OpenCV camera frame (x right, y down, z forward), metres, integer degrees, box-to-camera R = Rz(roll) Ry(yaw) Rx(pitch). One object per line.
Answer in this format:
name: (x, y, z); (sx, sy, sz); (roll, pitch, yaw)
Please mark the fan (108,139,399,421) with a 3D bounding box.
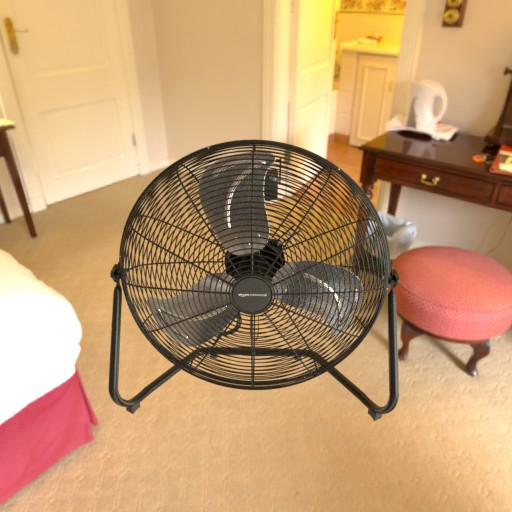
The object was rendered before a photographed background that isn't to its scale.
fan: (0.000, 0.000, 0.927); (0.555, 0.546, 0.424); (1, 31, 2)
